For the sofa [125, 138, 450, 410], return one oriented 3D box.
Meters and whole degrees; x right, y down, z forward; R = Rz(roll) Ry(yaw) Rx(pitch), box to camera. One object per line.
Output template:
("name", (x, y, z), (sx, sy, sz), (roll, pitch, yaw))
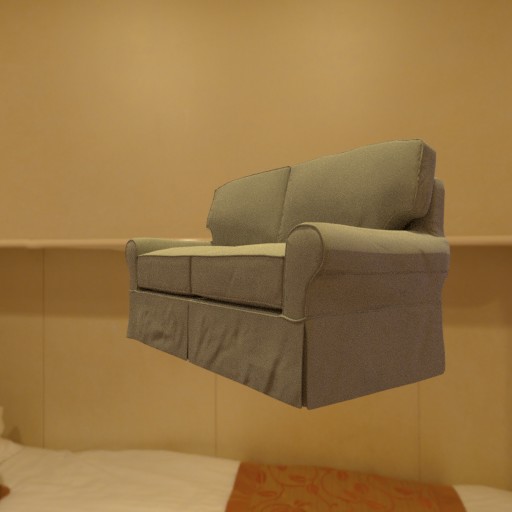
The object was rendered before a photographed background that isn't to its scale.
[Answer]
("sofa", (0.000, 0.000, 2.349), (0.841, 1.024, 1.823), (0, 0, -36))
